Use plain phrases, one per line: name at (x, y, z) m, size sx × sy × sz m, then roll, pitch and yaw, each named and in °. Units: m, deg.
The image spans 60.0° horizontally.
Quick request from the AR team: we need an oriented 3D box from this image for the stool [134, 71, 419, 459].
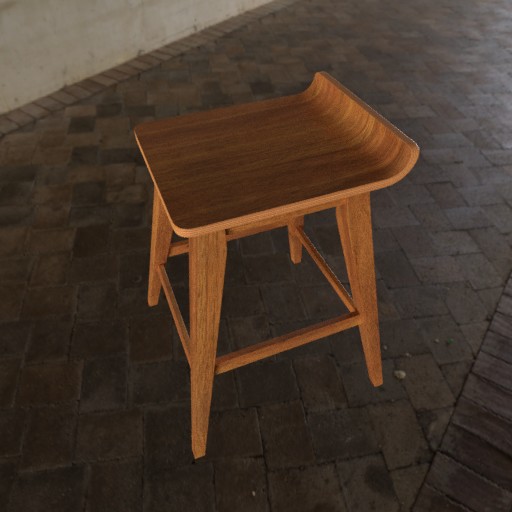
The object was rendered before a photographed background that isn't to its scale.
stool at (0.000, 0.000, 1.008) m, size 0.500 × 0.650 × 0.500 m, roll -16°, pitch 47°, yaw -15°
